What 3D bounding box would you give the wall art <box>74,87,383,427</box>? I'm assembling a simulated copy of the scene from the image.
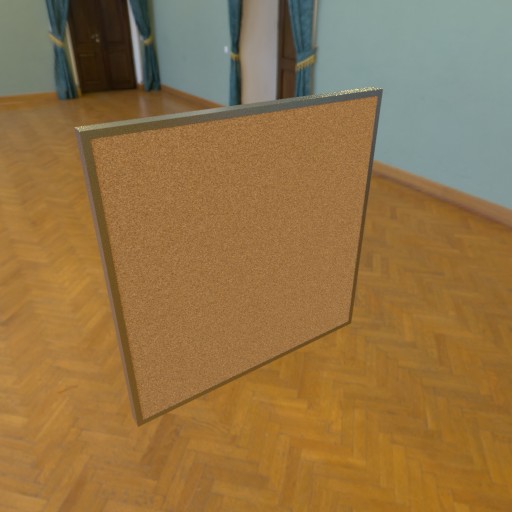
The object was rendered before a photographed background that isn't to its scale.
[{"bbox_3d":[0.000,0.000,1.224,0.806,0.806,0.038,-19,35,-29],"label":"wall art"}]
